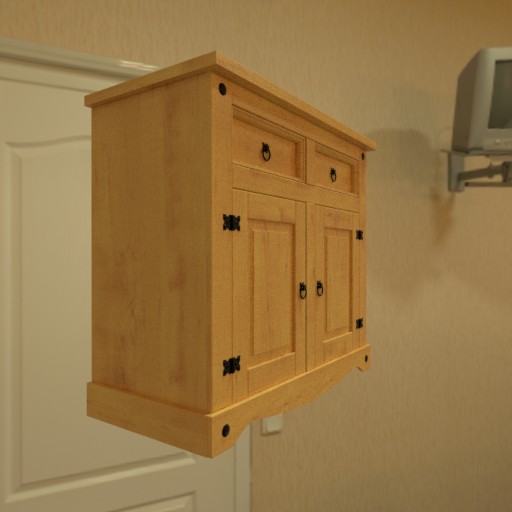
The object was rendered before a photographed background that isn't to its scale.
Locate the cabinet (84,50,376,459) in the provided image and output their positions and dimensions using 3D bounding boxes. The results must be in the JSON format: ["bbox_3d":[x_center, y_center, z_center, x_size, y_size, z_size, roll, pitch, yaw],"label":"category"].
[{"bbox_3d":[0.000,0.000,1.407,0.450,0.840,0.920,0,0,35],"label":"cabinet"}]
